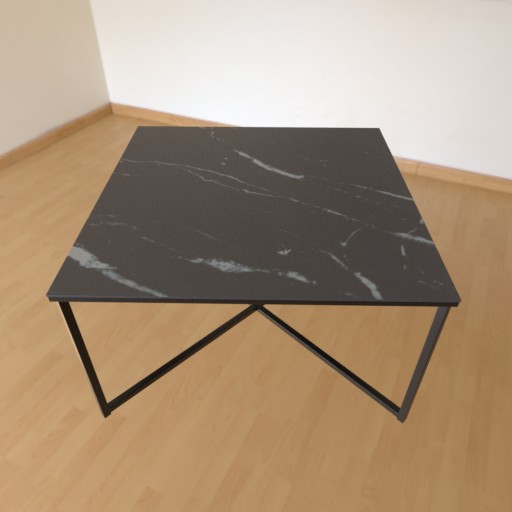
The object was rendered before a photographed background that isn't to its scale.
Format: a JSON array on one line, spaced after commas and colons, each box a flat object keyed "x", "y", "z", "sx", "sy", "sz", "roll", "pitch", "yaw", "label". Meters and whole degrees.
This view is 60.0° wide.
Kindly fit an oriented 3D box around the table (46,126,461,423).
[{"x": 0.000, "y": 0.000, "z": 1.303, "sx": 0.800, "sy": 0.450, "sz": 0.800, "roll": 1, "pitch": 39, "yaw": 1, "label": "table"}]
